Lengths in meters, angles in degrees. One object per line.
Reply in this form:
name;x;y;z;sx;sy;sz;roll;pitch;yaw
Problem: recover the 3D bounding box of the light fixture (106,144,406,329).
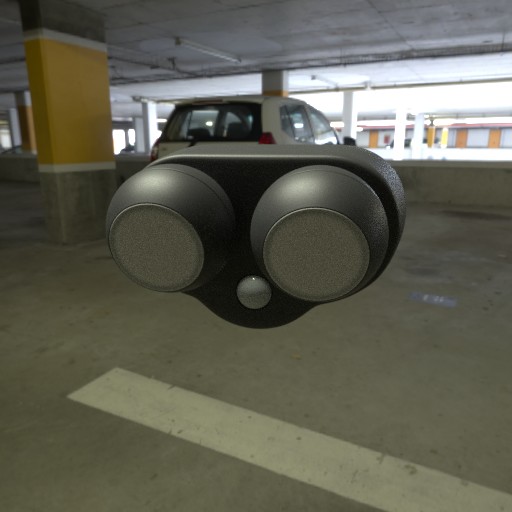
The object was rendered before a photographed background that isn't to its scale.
light fixture;0.000;0.000;0.327;0.229;0.159;0.159;3;14;10
